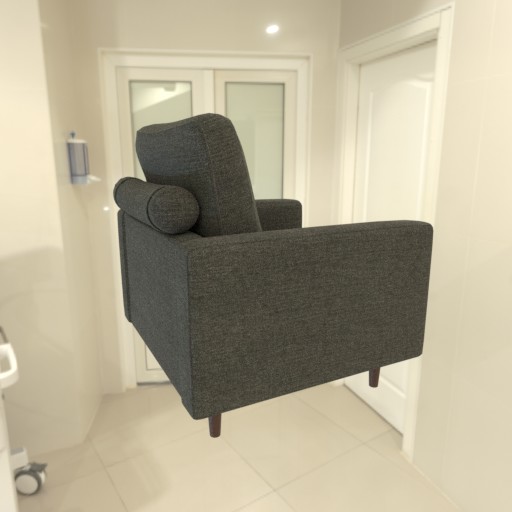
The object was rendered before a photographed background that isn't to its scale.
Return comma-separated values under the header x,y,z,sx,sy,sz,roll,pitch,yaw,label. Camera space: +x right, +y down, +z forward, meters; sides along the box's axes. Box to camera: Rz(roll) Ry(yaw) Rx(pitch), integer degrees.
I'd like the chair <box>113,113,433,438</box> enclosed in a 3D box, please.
x,y,z,sx,sy,sz,roll,pitch,yaw,label
0.000,0.000,1.524,0.843,0.880,0.821,-7,15,-27,chair
